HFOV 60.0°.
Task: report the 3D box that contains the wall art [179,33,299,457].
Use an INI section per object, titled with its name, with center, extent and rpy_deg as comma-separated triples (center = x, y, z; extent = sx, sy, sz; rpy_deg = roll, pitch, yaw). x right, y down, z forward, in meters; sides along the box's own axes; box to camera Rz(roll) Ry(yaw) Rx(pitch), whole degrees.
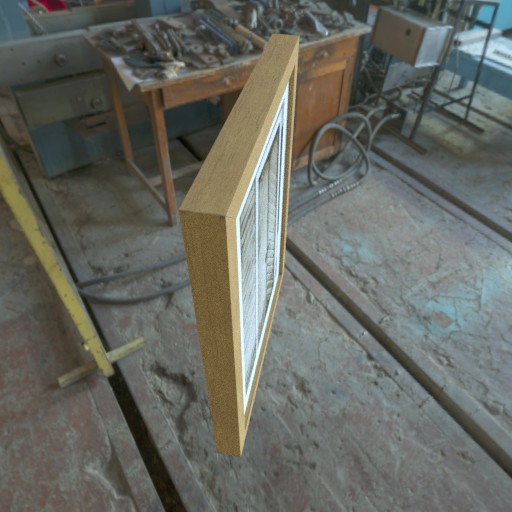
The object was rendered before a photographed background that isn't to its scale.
[wall art]
center = 0.000, 0.000, 0.512
extent = 0.030, 0.380, 0.312
rpy_deg = 9, 46, 9
